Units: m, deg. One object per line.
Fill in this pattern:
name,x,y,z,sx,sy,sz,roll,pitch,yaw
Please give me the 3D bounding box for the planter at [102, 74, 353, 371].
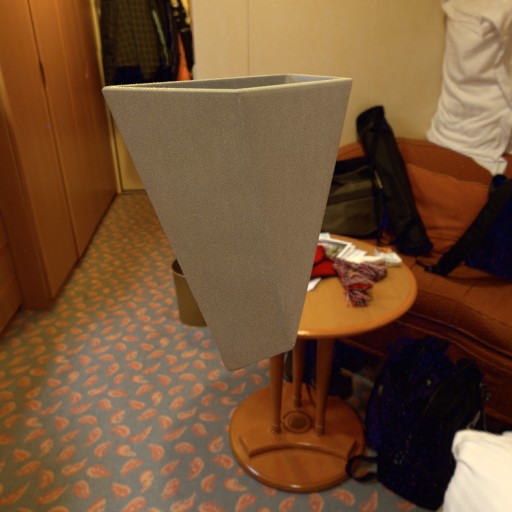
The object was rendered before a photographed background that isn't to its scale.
planter,0.000,0.000,0.268,0.060,0.197,0.150,17,30,33
